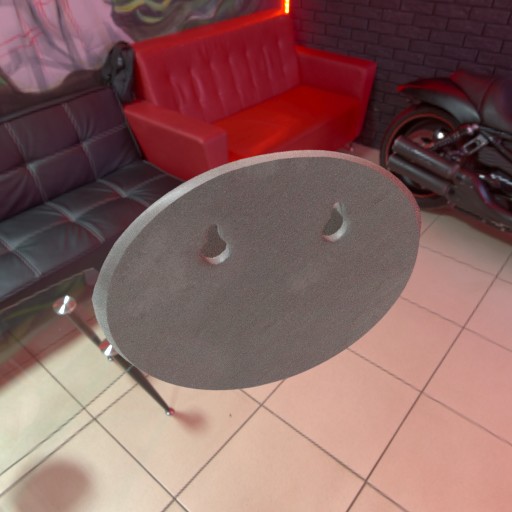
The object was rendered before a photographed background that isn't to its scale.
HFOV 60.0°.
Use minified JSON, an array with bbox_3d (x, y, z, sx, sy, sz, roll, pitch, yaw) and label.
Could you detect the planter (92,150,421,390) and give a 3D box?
[{"bbox_3d":[0.000,0.000,0.271,0.190,0.164,0.073,-11,40,-13],"label":"planter"}]
